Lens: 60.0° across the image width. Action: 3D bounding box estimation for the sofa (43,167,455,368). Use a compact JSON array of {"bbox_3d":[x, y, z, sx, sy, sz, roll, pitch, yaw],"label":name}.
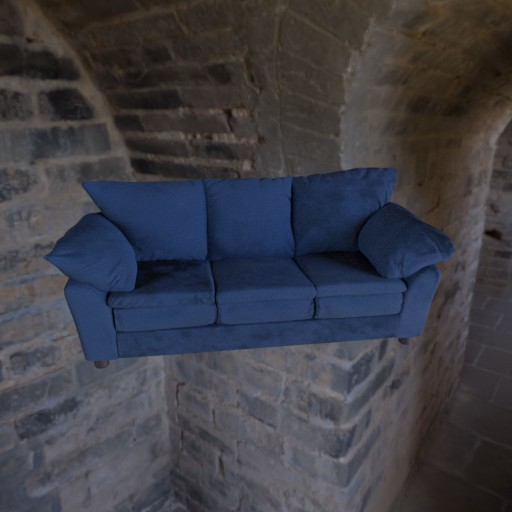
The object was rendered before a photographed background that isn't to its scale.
[{"bbox_3d":[0.000,0.000,2.949,2.390,1.091,0.907,-3,17,-8],"label":"sofa"}]
